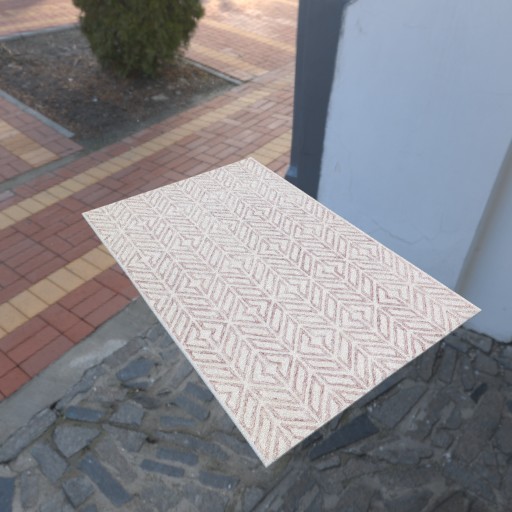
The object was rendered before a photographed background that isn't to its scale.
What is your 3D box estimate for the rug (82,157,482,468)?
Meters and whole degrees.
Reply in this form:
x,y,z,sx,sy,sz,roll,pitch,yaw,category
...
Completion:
x,y,z,sx,sy,sz,roll,pitch,yaw,category
0.000,0.000,2.312,1.220,0.007,1.828,-25,46,-27,rug
